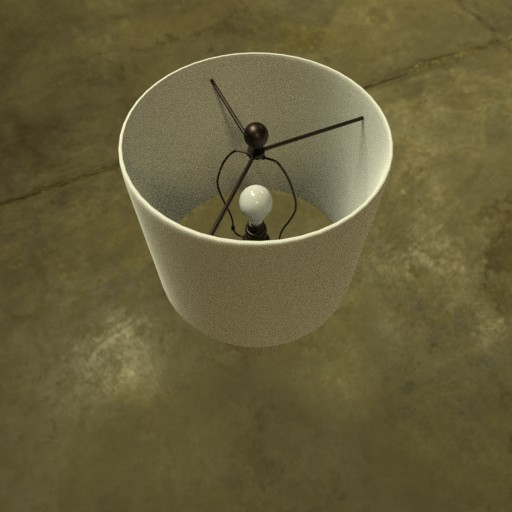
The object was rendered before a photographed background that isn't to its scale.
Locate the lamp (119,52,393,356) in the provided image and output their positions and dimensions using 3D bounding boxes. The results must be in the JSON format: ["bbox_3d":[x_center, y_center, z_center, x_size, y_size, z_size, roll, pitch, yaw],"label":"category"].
[{"bbox_3d":[0.000,0.000,0.763,0.329,0.570,0.329,18,59,11],"label":"lamp"}]
